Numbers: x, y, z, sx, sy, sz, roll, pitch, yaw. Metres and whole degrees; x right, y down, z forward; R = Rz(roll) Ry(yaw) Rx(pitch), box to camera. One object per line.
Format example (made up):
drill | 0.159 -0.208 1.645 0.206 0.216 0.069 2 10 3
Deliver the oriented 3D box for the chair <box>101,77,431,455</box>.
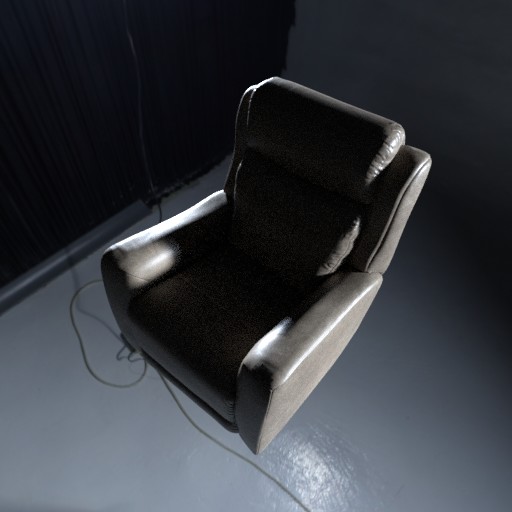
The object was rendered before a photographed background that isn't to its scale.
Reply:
chair | 0.000 0.000 1.929 0.967 1.116 1.068 33 56 25
